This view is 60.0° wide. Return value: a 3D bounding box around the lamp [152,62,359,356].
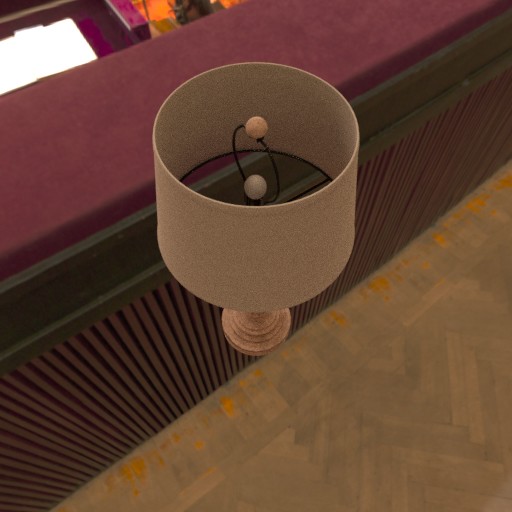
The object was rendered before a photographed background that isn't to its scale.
[{"bbox_3d":[0.000,0.000,0.865,0.340,0.678,0.340,0,59,0],"label":"lamp"}]
